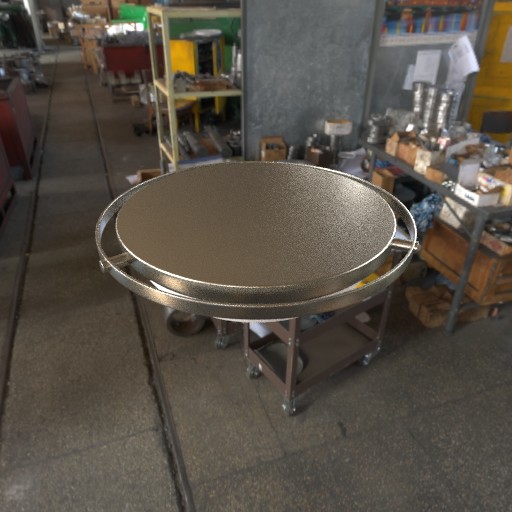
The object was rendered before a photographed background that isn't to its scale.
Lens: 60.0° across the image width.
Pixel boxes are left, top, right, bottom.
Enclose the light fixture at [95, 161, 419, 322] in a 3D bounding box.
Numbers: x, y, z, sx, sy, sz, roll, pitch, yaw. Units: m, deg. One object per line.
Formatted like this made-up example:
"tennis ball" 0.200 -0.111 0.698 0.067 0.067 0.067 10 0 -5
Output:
"light fixture" 0.000 0.000 0.552 0.361 0.130 0.361 0 31 0
